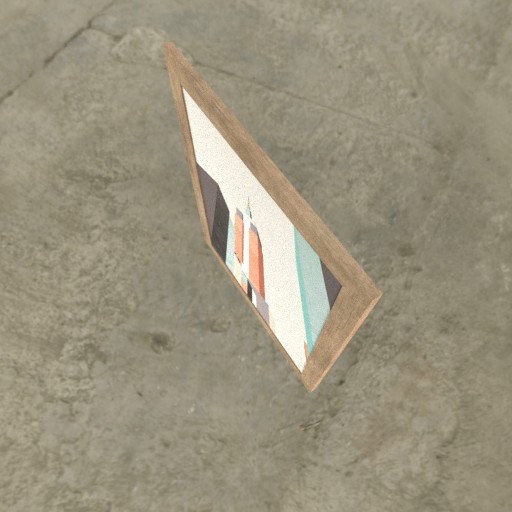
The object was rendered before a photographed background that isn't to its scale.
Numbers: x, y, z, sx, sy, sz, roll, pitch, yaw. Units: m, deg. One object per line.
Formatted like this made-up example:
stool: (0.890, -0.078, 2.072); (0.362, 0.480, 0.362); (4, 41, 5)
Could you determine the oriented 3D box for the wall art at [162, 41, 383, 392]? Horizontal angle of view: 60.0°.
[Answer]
wall art: (0.000, 0.000, 0.940); (0.018, 0.686, 0.534); (-31, 68, -14)
